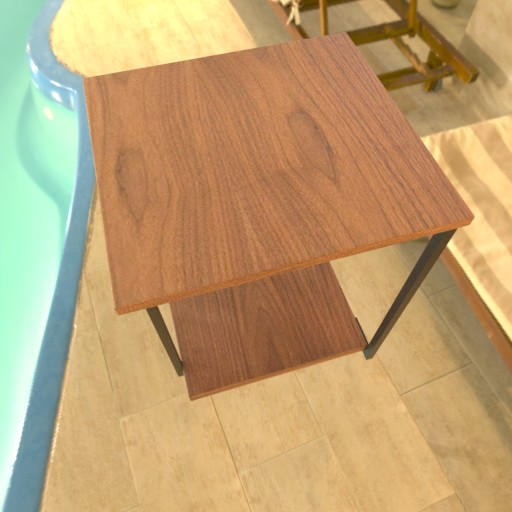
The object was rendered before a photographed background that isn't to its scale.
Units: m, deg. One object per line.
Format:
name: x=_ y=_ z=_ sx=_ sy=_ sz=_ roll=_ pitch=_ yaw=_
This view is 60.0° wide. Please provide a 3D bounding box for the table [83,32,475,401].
table: x=0.000 y=0.000 z=0.814 sx=0.411 sy=0.567 sz=0.384 roll=-14 pitch=59 yaw=-9
